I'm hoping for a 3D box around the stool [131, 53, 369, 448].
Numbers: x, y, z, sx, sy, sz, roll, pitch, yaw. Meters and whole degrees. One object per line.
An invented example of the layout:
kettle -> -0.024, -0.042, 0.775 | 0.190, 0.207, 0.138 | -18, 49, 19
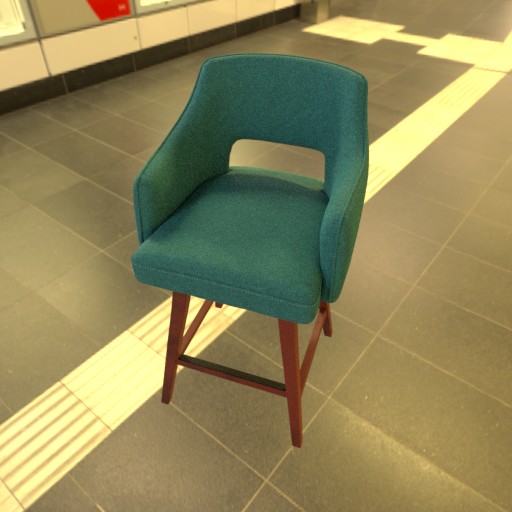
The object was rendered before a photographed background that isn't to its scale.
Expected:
stool -> 0.000, 0.000, 1.282 | 0.548, 0.961, 0.556 | 13, 42, 14
